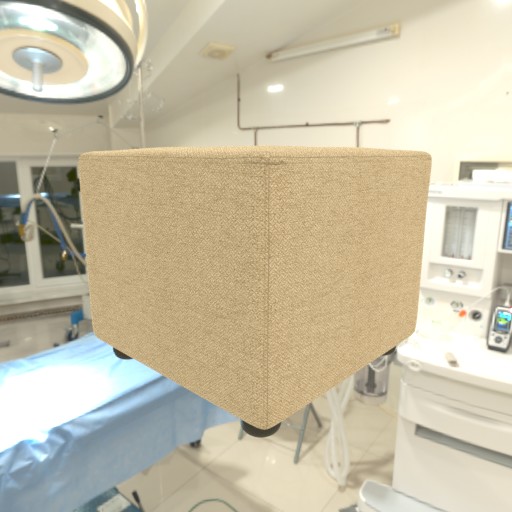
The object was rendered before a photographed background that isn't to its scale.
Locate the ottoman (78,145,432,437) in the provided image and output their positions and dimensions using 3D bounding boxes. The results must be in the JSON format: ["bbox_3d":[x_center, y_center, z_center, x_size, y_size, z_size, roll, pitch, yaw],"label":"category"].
[{"bbox_3d":[0.000,0.000,0.904,0.508,0.432,0.508,12,17,42],"label":"ottoman"}]
